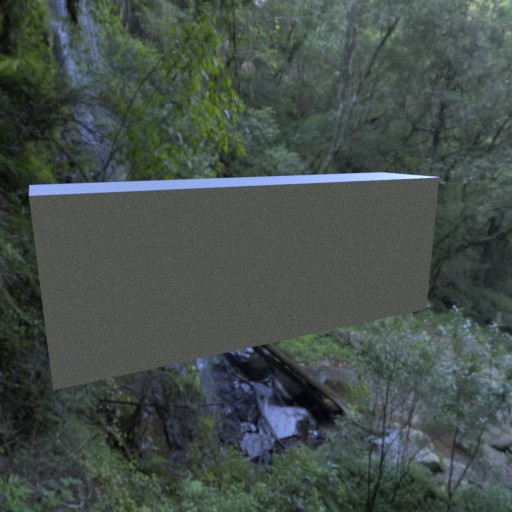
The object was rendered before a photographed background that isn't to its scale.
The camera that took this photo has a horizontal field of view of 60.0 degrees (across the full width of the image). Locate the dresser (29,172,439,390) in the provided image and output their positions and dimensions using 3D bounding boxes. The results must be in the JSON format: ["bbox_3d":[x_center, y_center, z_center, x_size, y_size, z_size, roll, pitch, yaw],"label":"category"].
[{"bbox_3d":[0.000,0.000,2.502,2.200,0.840,0.500,-7,16,-25],"label":"dresser"}]
